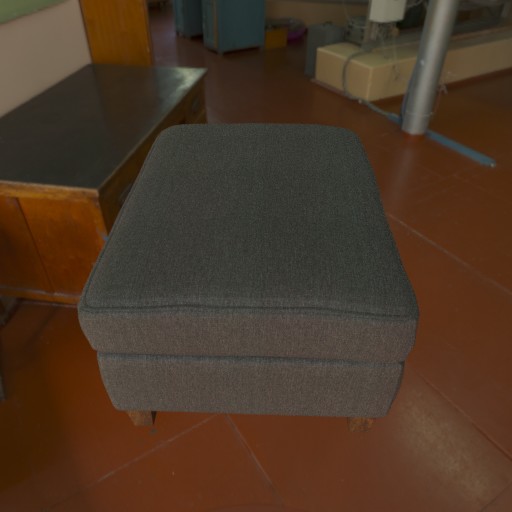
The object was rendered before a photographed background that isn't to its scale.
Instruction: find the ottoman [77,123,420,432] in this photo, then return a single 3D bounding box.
[{"bbox_3d":[0.000,0.000,1.202,0.639,0.496,0.826,1,39,1],"label":"ottoman"}]
